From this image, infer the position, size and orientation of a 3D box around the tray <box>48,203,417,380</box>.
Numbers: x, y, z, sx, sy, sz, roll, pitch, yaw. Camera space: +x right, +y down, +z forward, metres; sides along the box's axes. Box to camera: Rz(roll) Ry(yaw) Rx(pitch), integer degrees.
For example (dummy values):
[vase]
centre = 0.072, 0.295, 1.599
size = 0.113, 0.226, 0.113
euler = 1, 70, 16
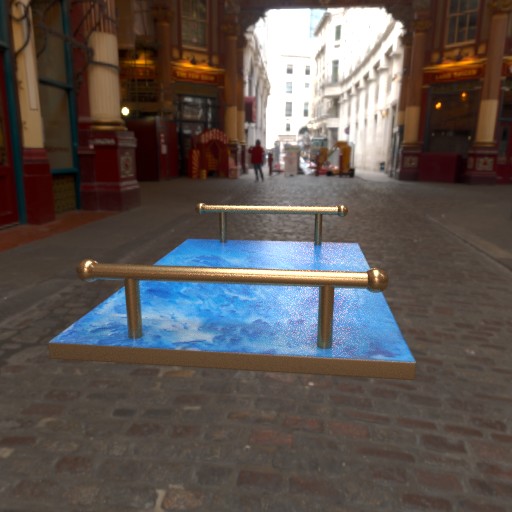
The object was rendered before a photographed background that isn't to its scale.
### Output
[tray]
centre = 0.000, 0.000, 0.566
size = 0.304, 0.084, 0.444
euler = 2, 14, 7
